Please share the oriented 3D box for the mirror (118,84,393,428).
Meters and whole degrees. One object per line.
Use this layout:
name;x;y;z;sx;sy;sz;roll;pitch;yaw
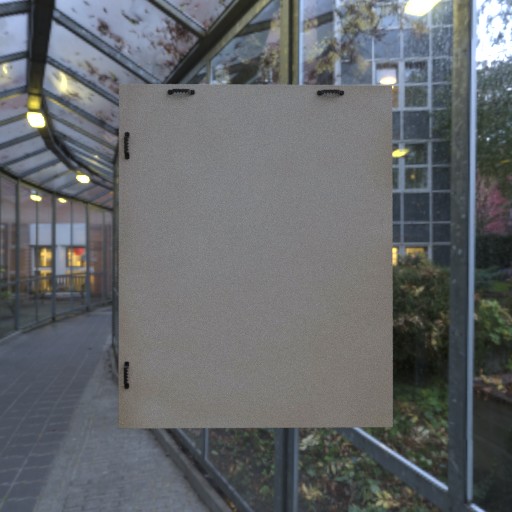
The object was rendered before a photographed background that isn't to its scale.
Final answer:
mirror;0.000;0.000;0.670;0.405;0.508;0.041;0;0;-1
